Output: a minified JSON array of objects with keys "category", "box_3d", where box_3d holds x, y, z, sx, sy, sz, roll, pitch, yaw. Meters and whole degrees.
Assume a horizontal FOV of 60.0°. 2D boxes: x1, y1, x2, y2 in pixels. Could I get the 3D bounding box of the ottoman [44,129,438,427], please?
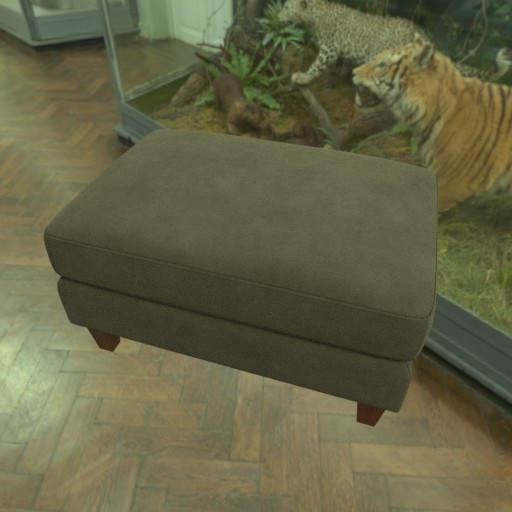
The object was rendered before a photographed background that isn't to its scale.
[{"category":"ottoman","box_3d":[0.000,0.000,1.197,0.864,0.483,0.584,12,42,13]}]
